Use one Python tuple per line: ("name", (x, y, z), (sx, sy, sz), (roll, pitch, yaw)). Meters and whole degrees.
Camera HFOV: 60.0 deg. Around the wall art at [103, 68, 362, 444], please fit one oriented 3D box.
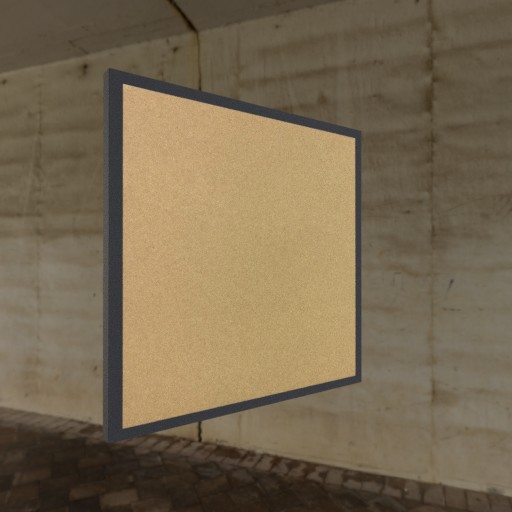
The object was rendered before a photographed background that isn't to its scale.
("wall art", (0.000, 0.000, 1.134), (0.762, 0.760, 0.037), (0, 0, -36))
